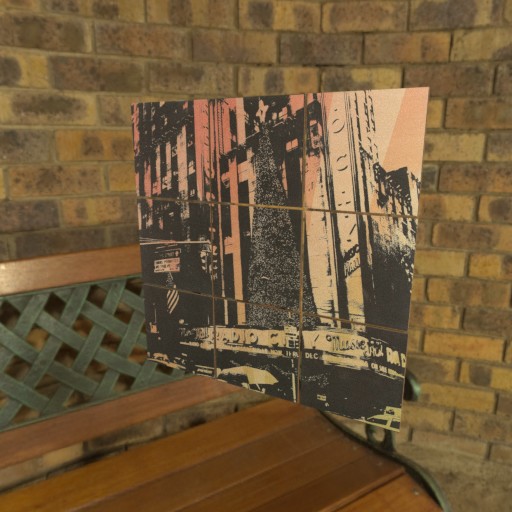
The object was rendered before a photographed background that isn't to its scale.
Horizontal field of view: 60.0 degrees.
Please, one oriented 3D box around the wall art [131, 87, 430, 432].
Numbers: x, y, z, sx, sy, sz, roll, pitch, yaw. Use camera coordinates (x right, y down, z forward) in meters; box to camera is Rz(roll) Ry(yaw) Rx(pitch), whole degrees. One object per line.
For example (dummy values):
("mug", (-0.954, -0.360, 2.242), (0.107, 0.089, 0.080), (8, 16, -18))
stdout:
("wall art", (0.000, 0.000, 1.349), (0.919, 0.917, 0.010), (7, 16, 27))
